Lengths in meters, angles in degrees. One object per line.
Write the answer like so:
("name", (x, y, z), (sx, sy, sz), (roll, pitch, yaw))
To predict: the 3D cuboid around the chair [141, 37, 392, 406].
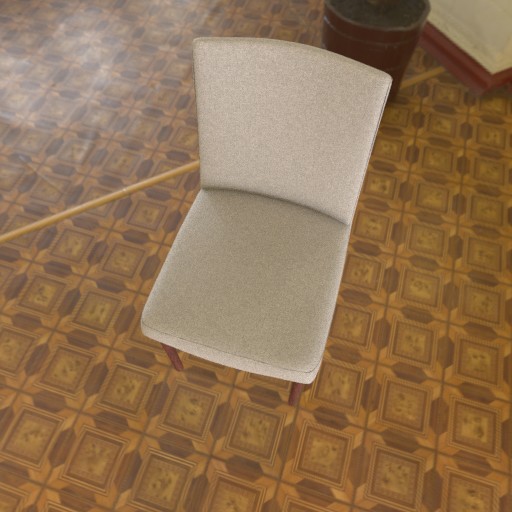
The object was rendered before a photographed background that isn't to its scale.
("chair", (0.000, 0.000, 1.156), (0.456, 0.859, 0.570), (15, 61, 8))
